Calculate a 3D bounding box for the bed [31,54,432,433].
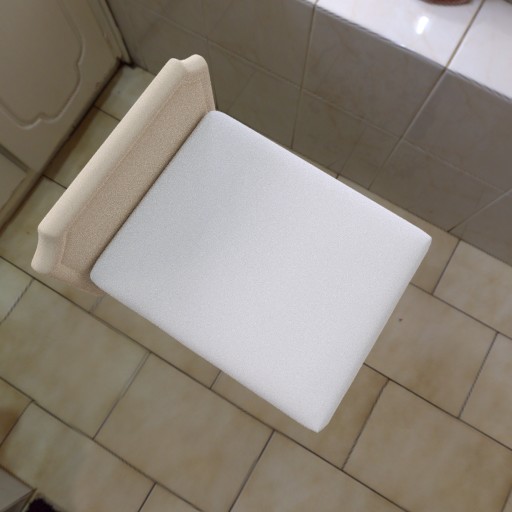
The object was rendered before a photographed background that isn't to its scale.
[{"bbox_3d":[0.000,0.000,3.204,2.209,1.296,1.827,32,79,7],"label":"bed"}]
